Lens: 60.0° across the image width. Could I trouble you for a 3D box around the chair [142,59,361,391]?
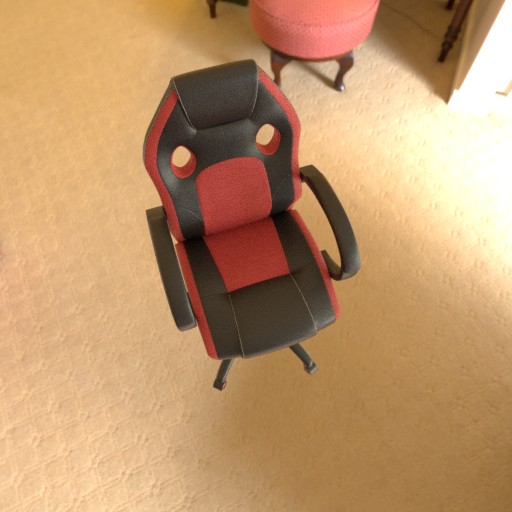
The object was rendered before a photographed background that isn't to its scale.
[{"bbox_3d":[0.000,0.000,1.710,0.750,1.189,0.783,-17,63,-9],"label":"chair"}]
